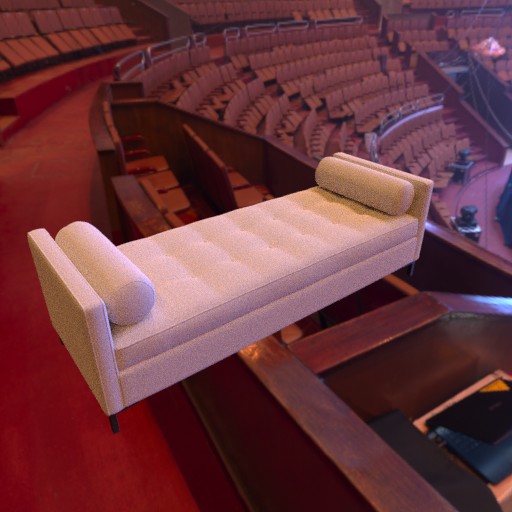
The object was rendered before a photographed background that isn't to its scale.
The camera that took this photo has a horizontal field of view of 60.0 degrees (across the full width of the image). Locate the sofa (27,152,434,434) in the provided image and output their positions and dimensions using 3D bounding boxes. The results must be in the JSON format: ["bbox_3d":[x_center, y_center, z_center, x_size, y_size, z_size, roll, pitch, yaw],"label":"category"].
[{"bbox_3d":[0.000,0.000,2.349,1.985,0.641,0.746,-21,36,-32],"label":"sofa"}]
